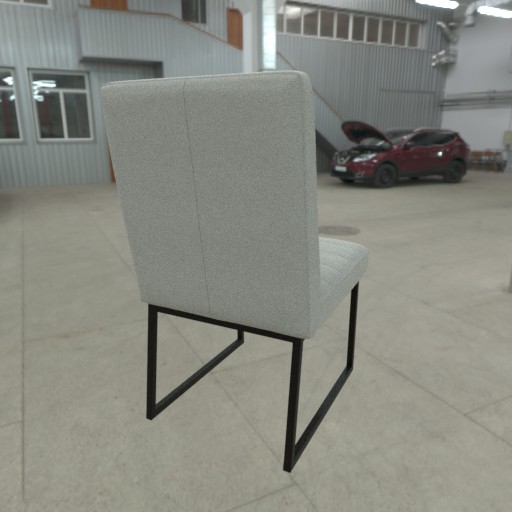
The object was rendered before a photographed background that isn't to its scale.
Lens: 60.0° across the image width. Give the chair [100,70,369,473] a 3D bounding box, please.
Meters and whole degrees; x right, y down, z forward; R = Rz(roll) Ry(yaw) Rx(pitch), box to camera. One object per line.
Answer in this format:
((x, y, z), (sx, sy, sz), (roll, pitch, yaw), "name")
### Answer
((0.000, 0.000, 1.292), (0.520, 0.930, 0.634), (8, 18, 27), "chair")
